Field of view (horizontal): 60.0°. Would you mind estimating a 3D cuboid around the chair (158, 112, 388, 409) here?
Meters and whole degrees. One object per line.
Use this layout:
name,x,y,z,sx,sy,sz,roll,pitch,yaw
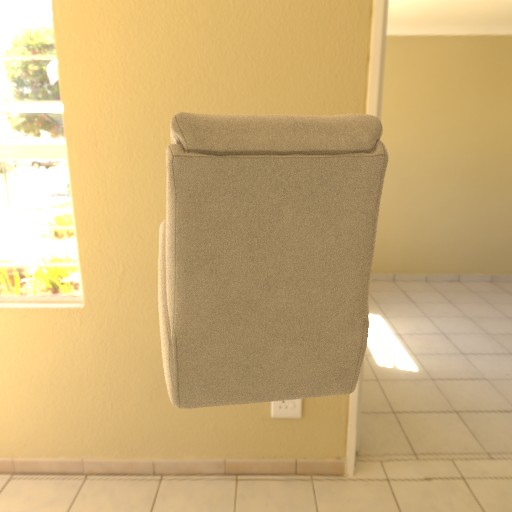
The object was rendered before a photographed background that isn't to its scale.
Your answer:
chair,0.000,0.000,1.731,0.794,1.021,0.940,-2,14,-9
